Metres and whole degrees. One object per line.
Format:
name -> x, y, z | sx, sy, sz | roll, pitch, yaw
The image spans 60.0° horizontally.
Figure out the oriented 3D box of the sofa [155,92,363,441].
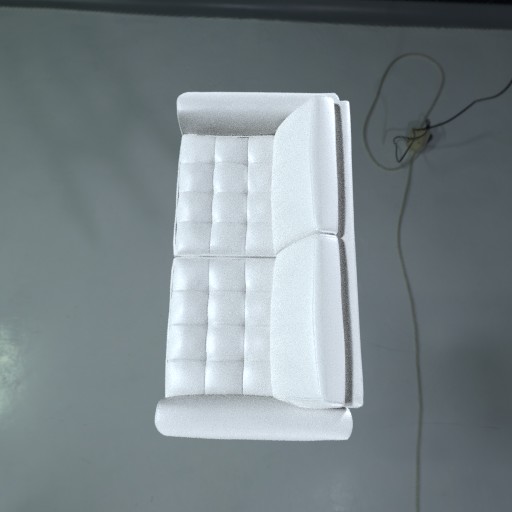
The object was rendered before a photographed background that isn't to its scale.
sofa -> 0.000, 0.000, 2.793 | 1.121, 0.930, 2.177 | 1, 75, 0
